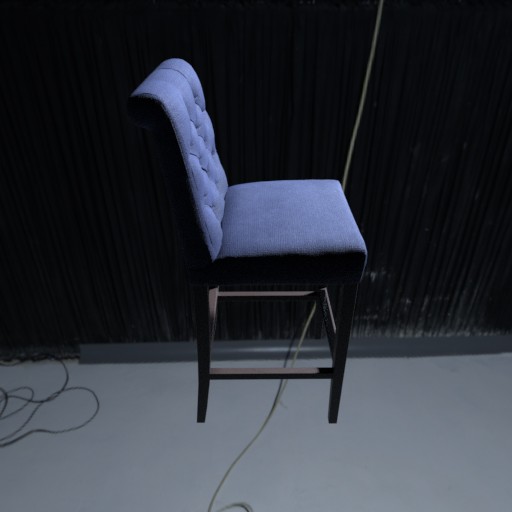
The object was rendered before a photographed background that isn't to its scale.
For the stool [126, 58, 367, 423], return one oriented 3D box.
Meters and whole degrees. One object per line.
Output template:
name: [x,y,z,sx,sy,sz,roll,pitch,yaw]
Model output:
stool: [0.000,0.000,1.460,0.601,1.140,0.493,0,33,0]
